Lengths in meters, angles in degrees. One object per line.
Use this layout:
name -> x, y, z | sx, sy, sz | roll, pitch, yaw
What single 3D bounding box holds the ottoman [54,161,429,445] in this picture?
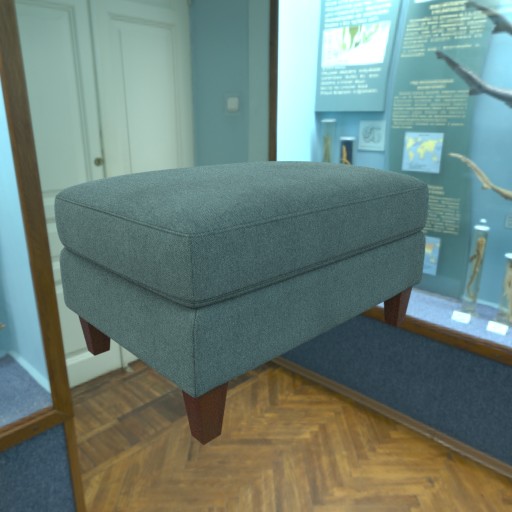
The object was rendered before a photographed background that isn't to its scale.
ottoman -> 0.000, 0.000, 1.208 | 0.864, 0.483, 0.584 | -16, 23, -42
